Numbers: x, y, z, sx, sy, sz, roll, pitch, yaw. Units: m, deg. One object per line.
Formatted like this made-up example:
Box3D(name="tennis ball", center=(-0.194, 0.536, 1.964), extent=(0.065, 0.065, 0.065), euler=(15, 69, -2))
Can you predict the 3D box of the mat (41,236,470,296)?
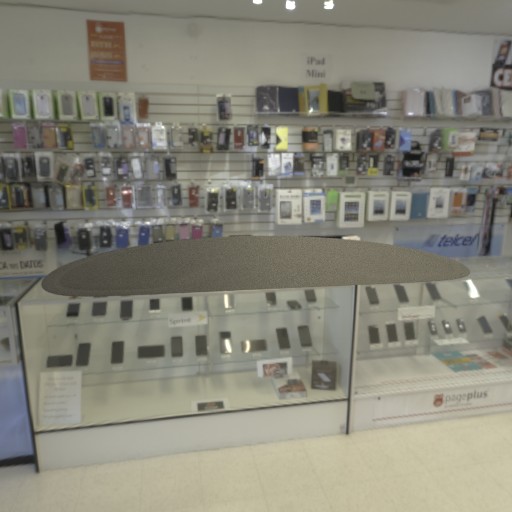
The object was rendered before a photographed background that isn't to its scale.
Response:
Box3D(name="mat", center=(0.000, 0.000, 1.829), extent=(1.524, 0.013, 0.913), euler=(-2, 13, -8))
